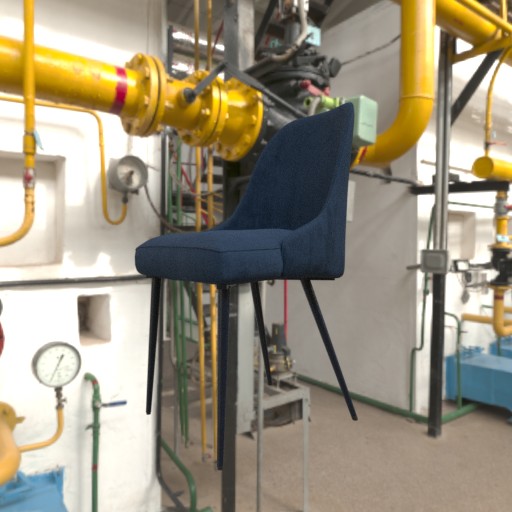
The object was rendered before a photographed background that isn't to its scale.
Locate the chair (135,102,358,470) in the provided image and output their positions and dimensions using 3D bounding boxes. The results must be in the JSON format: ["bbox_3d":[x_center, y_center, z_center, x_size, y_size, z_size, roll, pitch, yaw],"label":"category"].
[{"bbox_3d":[0.000,0.000,1.238,0.559,0.896,0.478,-1,2,-37],"label":"chair"}]
